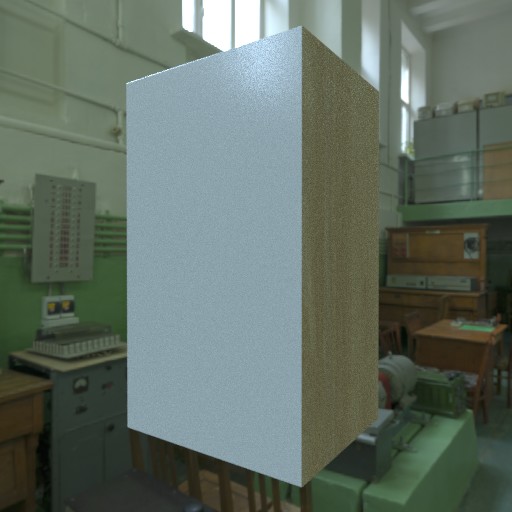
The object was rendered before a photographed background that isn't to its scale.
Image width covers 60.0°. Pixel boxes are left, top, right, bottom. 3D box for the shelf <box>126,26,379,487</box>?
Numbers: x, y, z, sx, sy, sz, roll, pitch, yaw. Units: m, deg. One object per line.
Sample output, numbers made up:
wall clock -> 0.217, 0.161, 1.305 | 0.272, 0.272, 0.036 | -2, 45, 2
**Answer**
shelf -> 0.000, 0.000, 0.793 | 0.350, 0.600, 0.290 | 0, 1, 35
